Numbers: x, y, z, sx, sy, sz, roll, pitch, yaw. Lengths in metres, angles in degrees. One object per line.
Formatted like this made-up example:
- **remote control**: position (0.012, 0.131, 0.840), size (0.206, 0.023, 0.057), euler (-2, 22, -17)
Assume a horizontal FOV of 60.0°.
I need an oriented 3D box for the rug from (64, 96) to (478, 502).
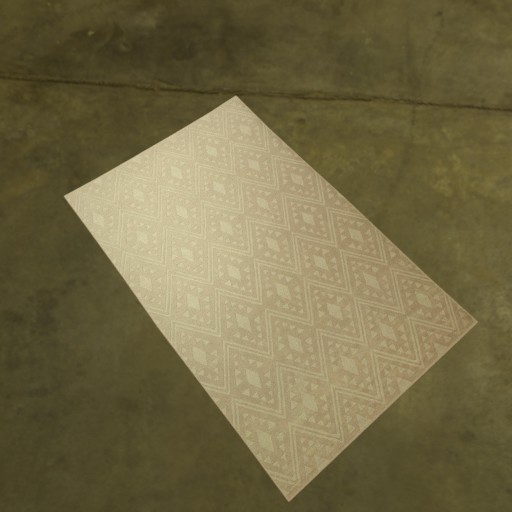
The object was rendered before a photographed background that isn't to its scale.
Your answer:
- **rug**: position (0.000, 0.000, 2.927), size (1.553, 0.053, 2.430), euler (-36, 69, -16)
